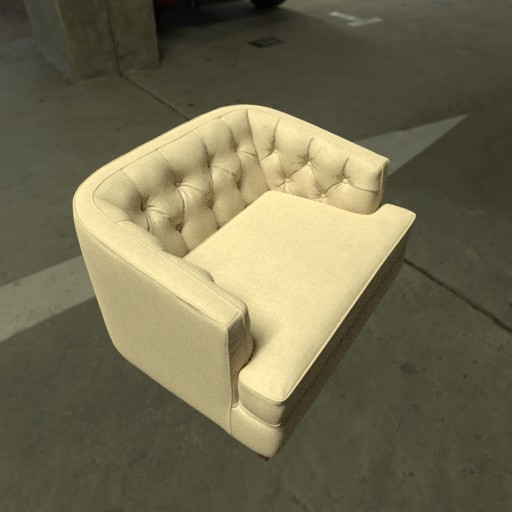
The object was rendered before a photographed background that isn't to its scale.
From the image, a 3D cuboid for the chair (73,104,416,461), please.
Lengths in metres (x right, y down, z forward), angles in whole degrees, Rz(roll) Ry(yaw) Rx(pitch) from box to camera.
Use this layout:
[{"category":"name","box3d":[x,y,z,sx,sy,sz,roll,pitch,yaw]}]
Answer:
[{"category":"chair","box3d":[0.000,0.000,1.750,0.914,0.787,1.118,24,46,26]}]
